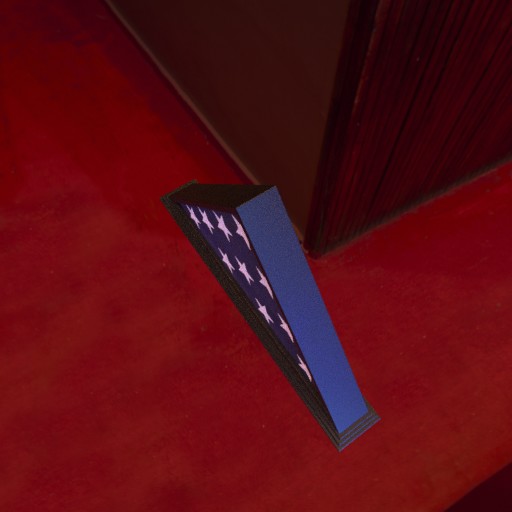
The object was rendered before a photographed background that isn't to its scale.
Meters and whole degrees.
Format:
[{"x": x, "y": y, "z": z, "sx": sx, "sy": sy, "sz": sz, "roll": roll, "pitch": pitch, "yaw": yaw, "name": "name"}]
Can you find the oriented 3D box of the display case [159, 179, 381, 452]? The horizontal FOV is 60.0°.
[{"x": 0.000, "y": 0.000, "z": 0.747, "sx": 0.095, "sy": 0.340, "sz": 0.640, "roll": -31, "pitch": 66, "yaw": -15, "name": "display case"}]
